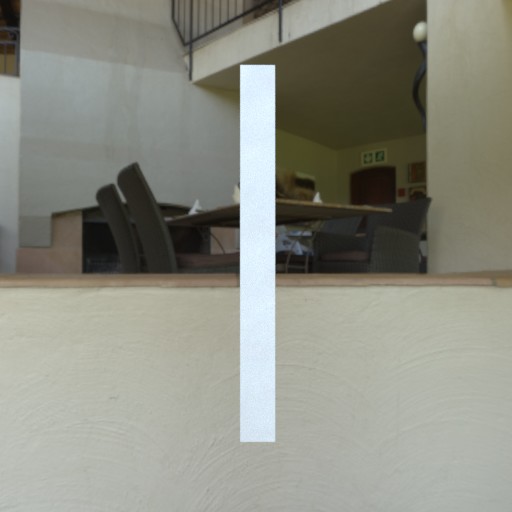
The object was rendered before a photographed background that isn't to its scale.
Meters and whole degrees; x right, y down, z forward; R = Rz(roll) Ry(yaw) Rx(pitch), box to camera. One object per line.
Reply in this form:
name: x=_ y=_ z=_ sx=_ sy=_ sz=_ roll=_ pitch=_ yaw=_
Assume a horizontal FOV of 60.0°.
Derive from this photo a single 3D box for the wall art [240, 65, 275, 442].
wall art: x=0.000 y=0.000 z=0.783 sx=0.038 sy=0.407 sz=0.609 roll=0 pitch=-1 yaw=0
